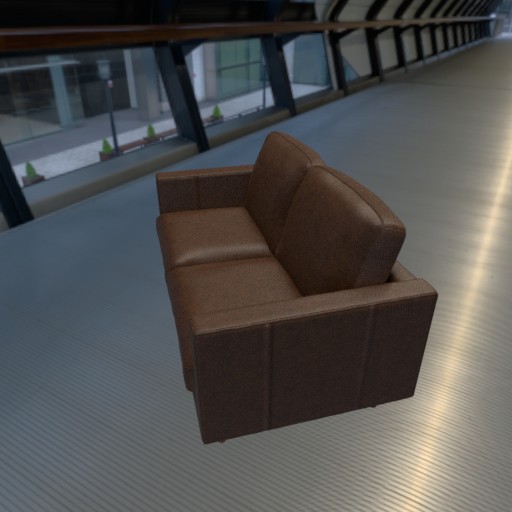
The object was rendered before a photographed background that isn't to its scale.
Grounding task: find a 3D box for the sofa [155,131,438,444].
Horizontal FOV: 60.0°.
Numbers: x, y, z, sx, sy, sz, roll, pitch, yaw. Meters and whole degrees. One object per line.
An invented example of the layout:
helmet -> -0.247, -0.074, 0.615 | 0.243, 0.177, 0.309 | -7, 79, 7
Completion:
sofa -> 0.000, 0.000, 2.219 | 0.909, 0.951, 1.578 | -8, 30, -13
